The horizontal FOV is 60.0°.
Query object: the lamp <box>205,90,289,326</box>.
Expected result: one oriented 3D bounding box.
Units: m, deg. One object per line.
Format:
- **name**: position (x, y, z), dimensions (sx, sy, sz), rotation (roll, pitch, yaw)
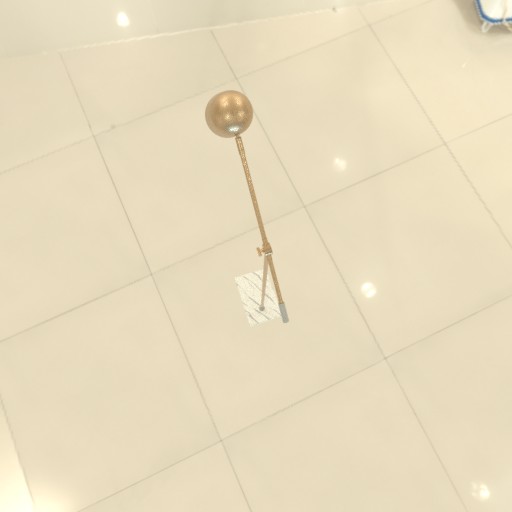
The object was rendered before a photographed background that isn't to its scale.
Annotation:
- **lamp**: position (0.000, 0.000, 1.839), dimensions (0.194, 1.594, 0.653), rotation (-18, 76, -5)
